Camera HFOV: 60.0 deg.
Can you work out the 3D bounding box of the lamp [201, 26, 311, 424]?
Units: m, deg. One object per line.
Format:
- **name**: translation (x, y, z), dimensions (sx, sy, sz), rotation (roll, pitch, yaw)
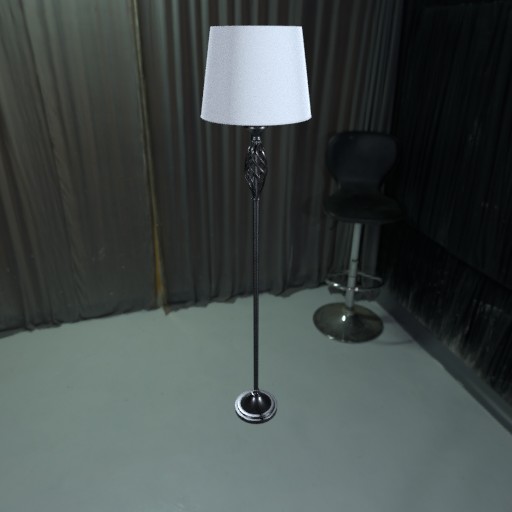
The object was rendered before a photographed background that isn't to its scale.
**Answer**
- **lamp**: translation (0.000, 0.000, 1.767), dimensions (0.379, 1.623, 0.379), rotation (0, 26, 0)
